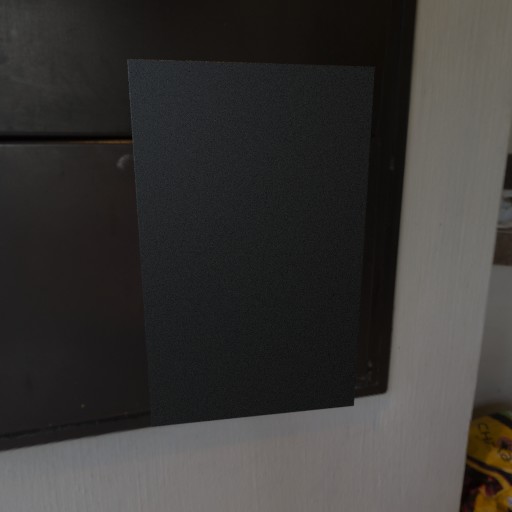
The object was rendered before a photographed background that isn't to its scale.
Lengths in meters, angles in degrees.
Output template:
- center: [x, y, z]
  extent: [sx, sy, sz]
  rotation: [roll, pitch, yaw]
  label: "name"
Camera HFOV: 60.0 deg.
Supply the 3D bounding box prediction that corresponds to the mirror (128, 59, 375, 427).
- center: [0.000, 0.000, 1.516]
  extent: [0.762, 1.219, 0.038]
  rotation: [-2, 15, -10]
  label: "mirror"
